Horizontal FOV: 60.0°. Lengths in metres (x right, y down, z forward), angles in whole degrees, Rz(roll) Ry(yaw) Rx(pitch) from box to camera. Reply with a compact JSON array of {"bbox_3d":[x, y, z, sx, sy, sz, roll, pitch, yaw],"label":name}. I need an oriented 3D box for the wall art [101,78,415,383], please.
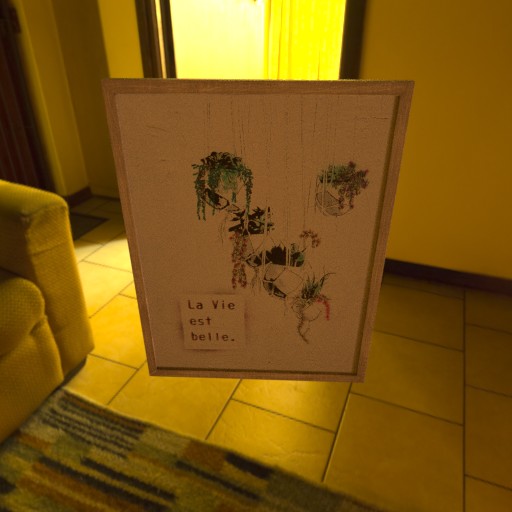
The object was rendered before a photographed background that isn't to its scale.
[{"bbox_3d":[0.000,0.000,1.367,0.781,1.022,0.035,1,30,2],"label":"wall art"}]
